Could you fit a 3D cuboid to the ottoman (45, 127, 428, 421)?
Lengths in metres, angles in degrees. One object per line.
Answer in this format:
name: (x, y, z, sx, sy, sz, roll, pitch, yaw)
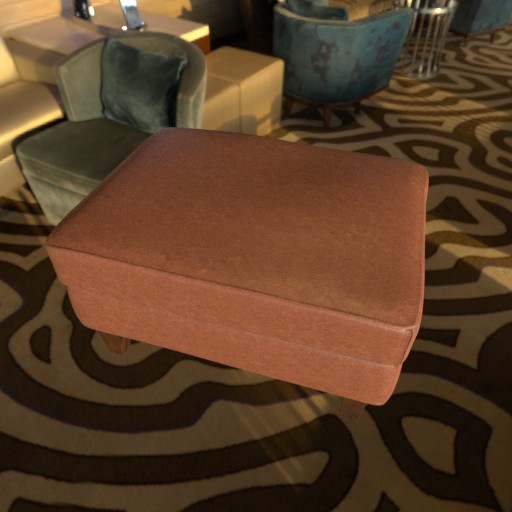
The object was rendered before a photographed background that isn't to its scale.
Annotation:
ottoman: (0.000, 0.000, 1.261, 0.851, 0.485, 0.650, 12, 43, 13)
